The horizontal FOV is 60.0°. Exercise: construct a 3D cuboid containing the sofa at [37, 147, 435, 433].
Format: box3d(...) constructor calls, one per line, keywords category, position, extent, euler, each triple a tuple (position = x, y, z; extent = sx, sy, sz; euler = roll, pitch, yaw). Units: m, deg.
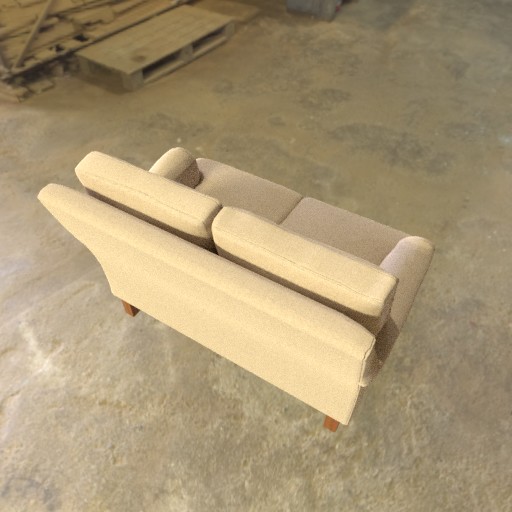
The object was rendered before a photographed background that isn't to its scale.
box3d(category="sofa", position=(0.000, 0.000, 2.176), extent=(1.508, 1.048, 1.087), euler=(24, 52, 21))
